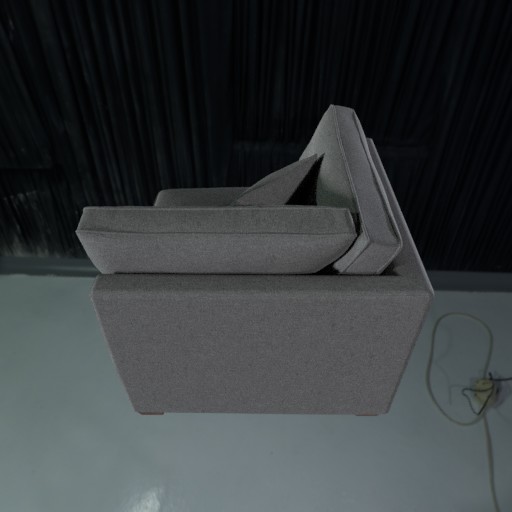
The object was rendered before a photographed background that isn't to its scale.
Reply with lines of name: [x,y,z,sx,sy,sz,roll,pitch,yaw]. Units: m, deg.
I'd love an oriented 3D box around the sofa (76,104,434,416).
sofa: [0.000,0.000,2.005,1.146,1.002,1.084,0,42,0]
